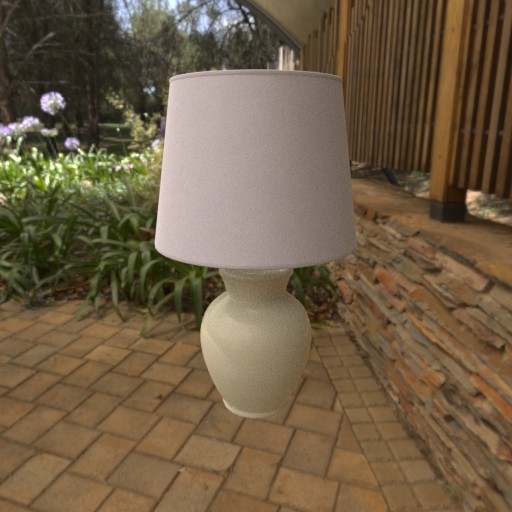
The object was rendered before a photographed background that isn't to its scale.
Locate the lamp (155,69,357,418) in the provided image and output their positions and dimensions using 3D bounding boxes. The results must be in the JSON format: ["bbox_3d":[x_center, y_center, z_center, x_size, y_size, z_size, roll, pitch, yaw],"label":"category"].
[{"bbox_3d":[0.000,0.000,0.542,0.239,0.399,0.239,0,15,0],"label":"lamp"}]
